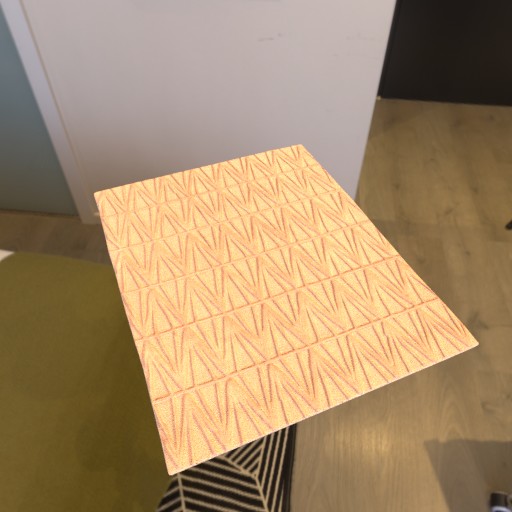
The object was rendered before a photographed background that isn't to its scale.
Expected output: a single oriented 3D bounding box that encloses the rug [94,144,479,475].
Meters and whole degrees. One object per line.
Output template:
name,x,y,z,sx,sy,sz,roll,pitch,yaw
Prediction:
rug,0.000,0.000,4.030,2.453,0.043,3.052,-17,48,-16
